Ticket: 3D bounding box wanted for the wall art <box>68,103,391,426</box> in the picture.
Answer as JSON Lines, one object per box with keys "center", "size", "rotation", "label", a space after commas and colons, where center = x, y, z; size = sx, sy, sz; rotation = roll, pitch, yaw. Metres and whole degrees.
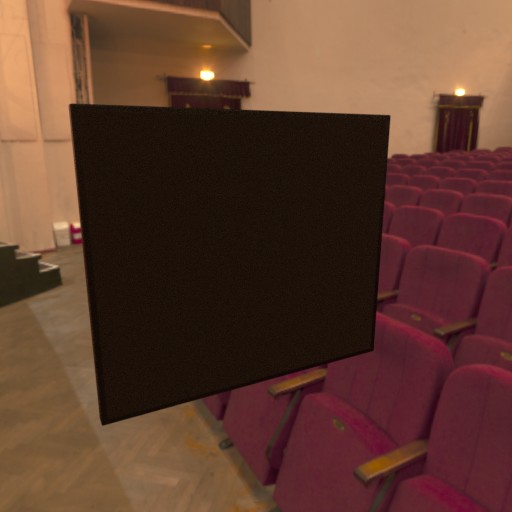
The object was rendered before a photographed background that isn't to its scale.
{"center": [0.000, 0.000, 0.720], "size": [0.521, 0.450, 0.018], "rotation": [-7, 16, -27], "label": "wall art"}
